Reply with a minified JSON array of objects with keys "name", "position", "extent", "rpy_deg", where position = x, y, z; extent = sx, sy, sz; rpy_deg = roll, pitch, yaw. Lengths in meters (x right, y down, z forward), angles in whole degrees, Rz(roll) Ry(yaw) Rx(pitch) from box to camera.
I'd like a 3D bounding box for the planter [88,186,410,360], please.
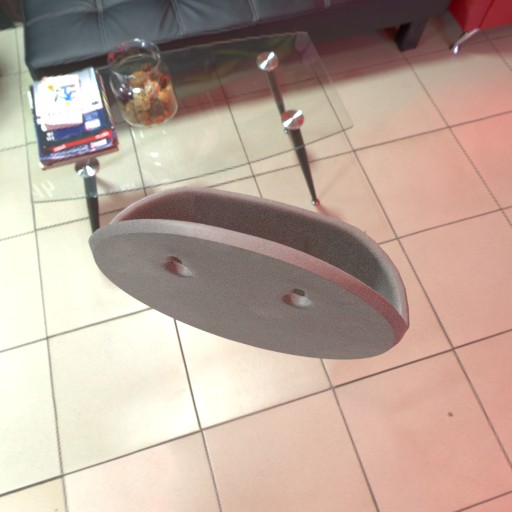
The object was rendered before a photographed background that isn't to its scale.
[{"name":"planter","position":[0.000,0.000,0.275],"extent":[0.190,0.164,0.073],"rpy_deg":[14,65,7]}]
